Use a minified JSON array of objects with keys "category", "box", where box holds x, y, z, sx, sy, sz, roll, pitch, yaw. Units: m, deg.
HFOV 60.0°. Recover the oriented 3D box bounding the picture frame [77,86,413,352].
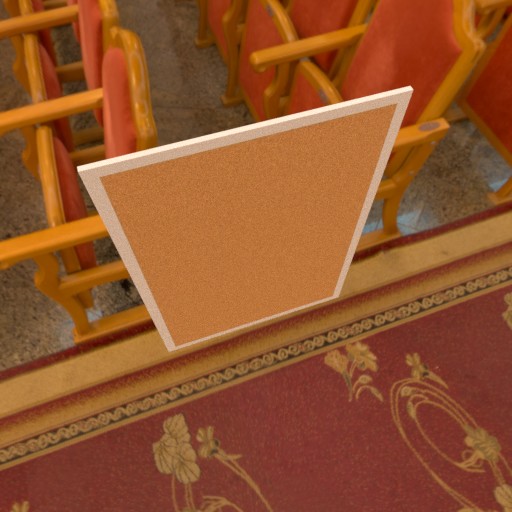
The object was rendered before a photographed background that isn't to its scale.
[{"category":"picture frame","box":[0.000,0.000,1.230,0.659,0.940,0.013,-17,60,-10]}]
